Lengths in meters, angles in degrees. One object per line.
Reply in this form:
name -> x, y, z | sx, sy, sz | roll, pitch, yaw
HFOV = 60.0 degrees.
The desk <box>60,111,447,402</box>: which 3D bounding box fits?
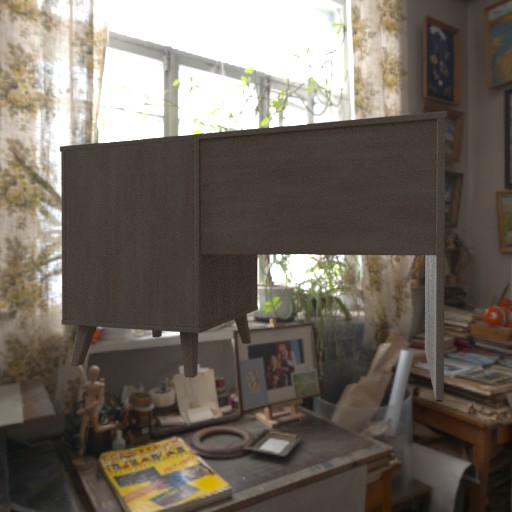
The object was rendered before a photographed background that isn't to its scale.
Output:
desk -> 0.000, 0.000, 1.644 | 1.251, 0.770, 0.600 | 0, 1, 18
